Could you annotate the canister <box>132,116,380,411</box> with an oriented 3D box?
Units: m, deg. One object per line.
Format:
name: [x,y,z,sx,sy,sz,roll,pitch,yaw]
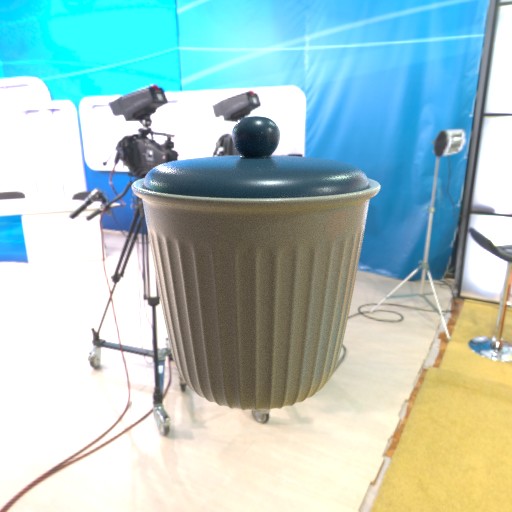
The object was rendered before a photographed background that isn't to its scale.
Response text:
canister: [0.000,0.000,0.350,0.181,0.211,0.181,0,16,0]
